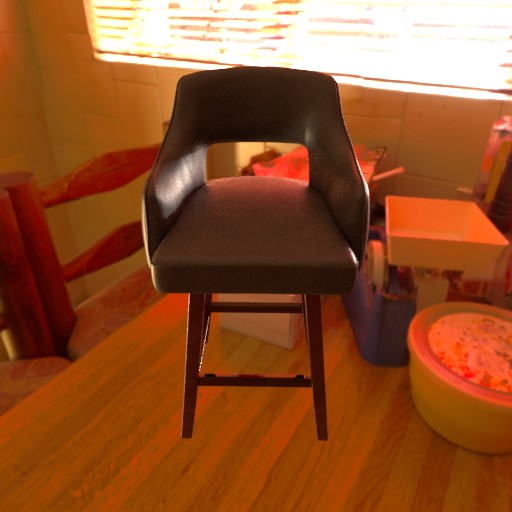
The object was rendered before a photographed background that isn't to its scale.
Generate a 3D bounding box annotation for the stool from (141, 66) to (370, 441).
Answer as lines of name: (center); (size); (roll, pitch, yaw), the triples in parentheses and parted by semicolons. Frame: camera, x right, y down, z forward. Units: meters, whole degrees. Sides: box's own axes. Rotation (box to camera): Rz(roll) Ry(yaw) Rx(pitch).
stool: (0.000, 0.000, 1.265); (0.550, 0.936, 0.560); (1, 30, 1)
